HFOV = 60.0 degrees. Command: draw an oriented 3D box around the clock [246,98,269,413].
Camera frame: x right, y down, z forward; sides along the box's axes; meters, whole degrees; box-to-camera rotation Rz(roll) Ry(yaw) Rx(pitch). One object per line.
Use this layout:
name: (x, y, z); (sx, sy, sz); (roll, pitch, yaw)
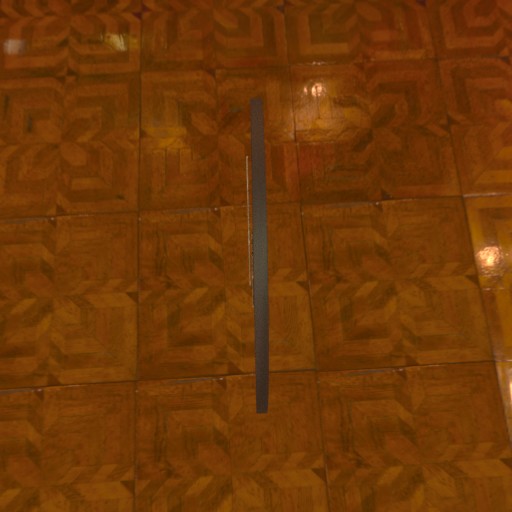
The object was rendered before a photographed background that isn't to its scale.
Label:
clock: (0.000, 0.000, 0.889); (0.029, 0.595, 0.595); (-1, 74, 0)
